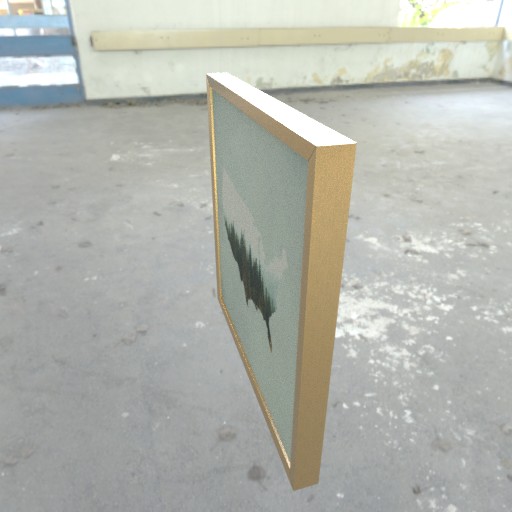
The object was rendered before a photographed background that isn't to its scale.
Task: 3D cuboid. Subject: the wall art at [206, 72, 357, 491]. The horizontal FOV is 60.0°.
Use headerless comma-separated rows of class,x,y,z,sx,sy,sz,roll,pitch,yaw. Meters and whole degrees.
wall art,0.000,0.000,0.741,0.040,0.509,0.509,-8,31,-15
